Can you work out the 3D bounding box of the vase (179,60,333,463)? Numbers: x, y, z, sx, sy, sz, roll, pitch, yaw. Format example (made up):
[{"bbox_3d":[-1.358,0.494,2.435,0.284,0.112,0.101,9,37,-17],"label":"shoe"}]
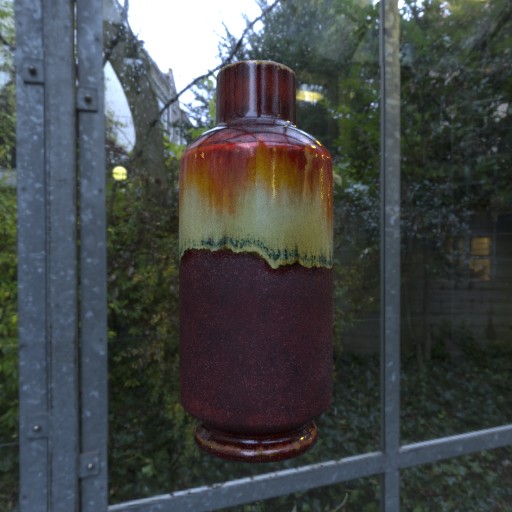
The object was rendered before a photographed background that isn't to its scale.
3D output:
[{"bbox_3d":[0.000,0.000,0.323,0.111,0.261,0.111,0,0,0],"label":"vase"}]
